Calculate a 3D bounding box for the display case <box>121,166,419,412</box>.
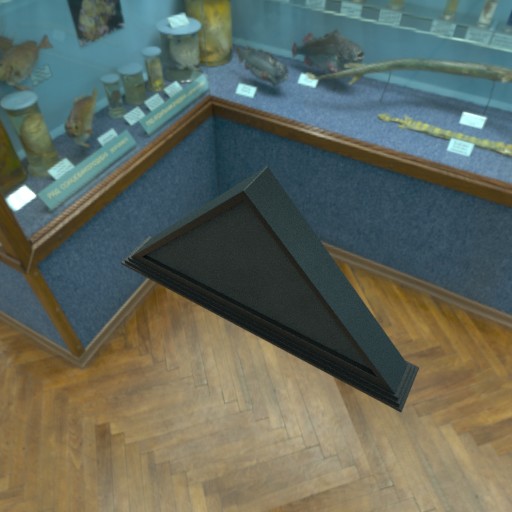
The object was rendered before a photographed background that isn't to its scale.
[{"bbox_3d":[0.000,0.000,0.769,0.640,0.340,0.095,25,53,20],"label":"display case"}]
